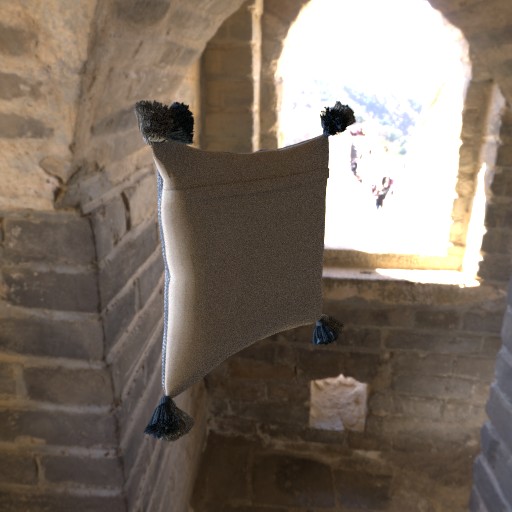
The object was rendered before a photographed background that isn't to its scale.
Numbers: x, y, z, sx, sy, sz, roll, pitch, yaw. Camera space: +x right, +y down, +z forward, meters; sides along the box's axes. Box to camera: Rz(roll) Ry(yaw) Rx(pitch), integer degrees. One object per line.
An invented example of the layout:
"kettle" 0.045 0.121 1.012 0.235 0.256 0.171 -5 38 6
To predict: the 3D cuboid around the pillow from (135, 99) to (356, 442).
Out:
"pillow" 0.000 0.000 0.942 0.614 0.634 0.138 -16 24 -41
